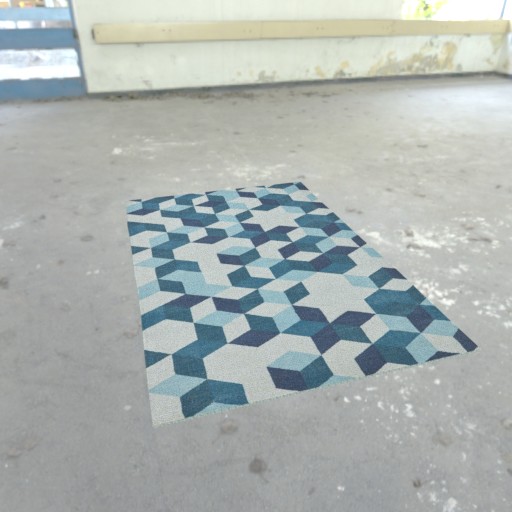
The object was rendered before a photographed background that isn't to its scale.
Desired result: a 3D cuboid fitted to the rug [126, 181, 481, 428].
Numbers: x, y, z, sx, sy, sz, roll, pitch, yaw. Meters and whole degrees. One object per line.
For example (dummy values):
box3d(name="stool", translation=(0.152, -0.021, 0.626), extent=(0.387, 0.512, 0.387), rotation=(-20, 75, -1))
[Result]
box3d(name="rug", translation=(0.000, 0.000, 2.275), extent=(1.235, 0.014, 1.829), rotation=(-9, 31, -14))
